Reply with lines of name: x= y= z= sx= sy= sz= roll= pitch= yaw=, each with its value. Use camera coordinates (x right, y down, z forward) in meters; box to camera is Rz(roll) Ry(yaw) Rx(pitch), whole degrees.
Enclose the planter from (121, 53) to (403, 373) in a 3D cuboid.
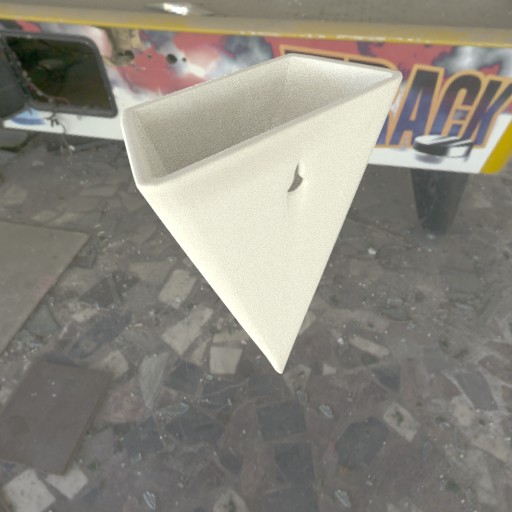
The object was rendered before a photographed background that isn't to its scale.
planter: x=0.000 y=0.000 z=0.267 sx=0.150 sy=0.197 sz=0.060 roll=-32 pitch=52 yaw=-28
